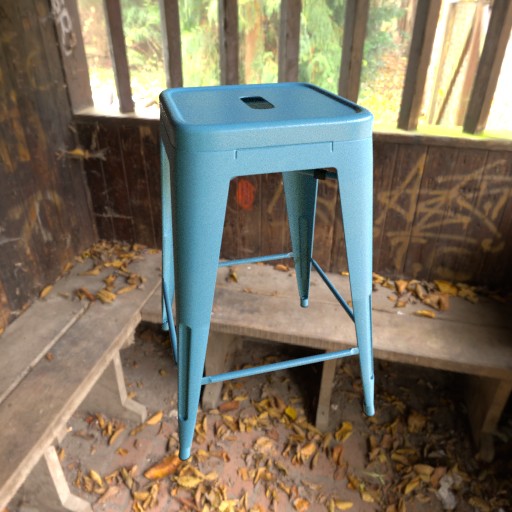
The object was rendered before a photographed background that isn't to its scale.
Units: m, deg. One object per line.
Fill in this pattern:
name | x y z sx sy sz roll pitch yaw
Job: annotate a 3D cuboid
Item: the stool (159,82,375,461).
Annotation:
stool | 0.000 0.000 0.895 0.410 0.608 0.410 -8 31 -13
